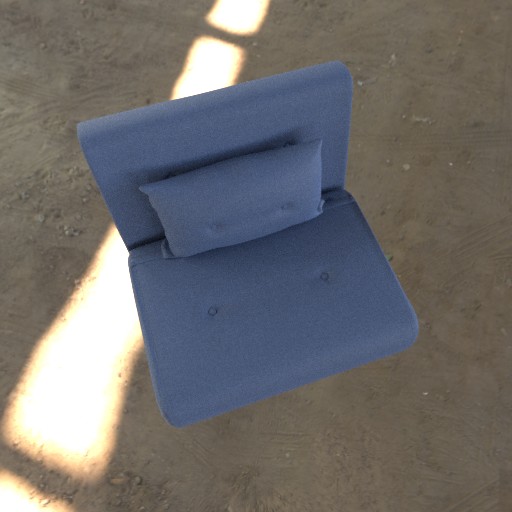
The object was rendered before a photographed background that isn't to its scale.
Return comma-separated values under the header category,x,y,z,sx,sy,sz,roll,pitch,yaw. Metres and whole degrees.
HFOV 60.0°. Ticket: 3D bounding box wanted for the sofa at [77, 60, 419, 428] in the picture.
category,x,y,z,sx,sy,sz,roll,pitch,yaw
sofa,0.000,0.000,1.732,0.999,0.860,0.996,-17,65,-8
